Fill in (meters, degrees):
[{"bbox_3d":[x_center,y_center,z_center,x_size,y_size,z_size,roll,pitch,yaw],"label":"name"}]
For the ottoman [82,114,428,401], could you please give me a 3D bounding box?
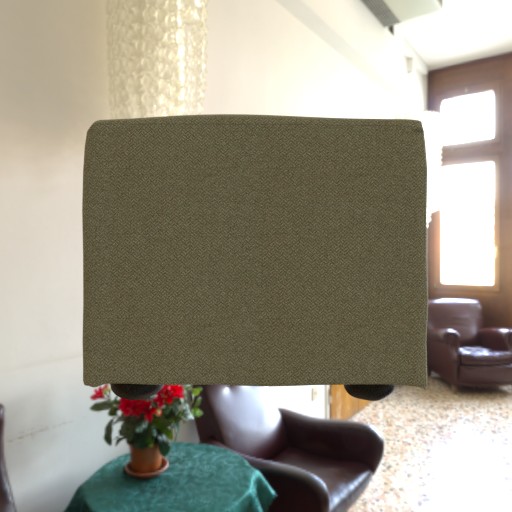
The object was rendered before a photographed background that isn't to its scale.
[{"bbox_3d":[0.000,0.000,0.892,0.512,0.453,0.521,0,0,1],"label":"ottoman"}]
